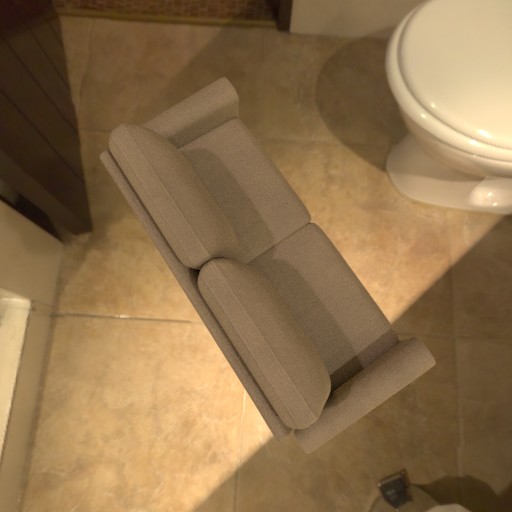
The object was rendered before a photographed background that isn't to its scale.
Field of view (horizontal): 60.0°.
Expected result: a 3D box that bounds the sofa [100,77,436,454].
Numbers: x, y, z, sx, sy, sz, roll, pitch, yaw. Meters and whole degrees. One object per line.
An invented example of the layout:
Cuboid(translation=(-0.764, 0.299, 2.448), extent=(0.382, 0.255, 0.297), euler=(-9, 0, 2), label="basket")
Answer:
Cuboid(translation=(0.000, 0.000, 2.424), extent=(0.842, 0.942, 1.935), euler=(-33, 78, -8), label="sofa")
